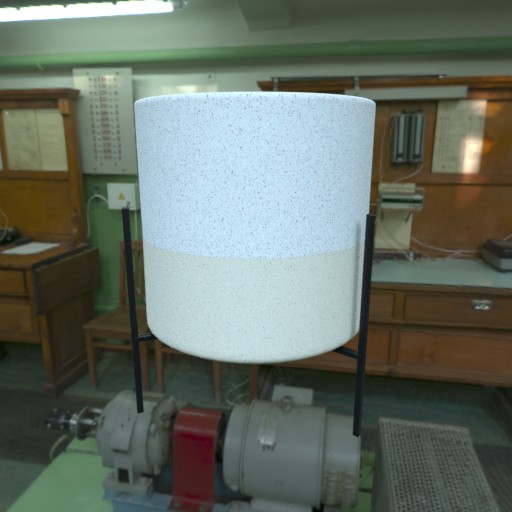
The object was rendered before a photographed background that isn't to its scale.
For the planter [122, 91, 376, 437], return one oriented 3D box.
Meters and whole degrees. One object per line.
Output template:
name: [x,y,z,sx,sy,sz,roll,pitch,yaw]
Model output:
planter: [0.000,0.000,0.649,0.313,0.423,0.335,2,15,9]
